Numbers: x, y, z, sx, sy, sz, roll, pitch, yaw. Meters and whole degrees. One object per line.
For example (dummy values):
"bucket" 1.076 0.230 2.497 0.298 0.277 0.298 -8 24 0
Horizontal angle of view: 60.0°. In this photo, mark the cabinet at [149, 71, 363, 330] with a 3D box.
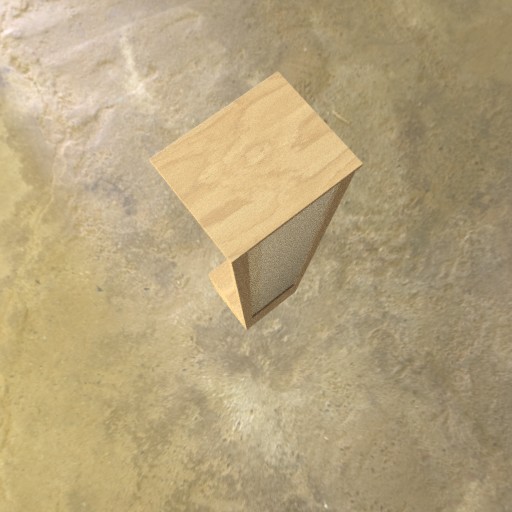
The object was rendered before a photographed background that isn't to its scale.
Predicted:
"cabinet" 0.000 0.000 2.009 0.411 1.879 0.338 -37 79 -9
